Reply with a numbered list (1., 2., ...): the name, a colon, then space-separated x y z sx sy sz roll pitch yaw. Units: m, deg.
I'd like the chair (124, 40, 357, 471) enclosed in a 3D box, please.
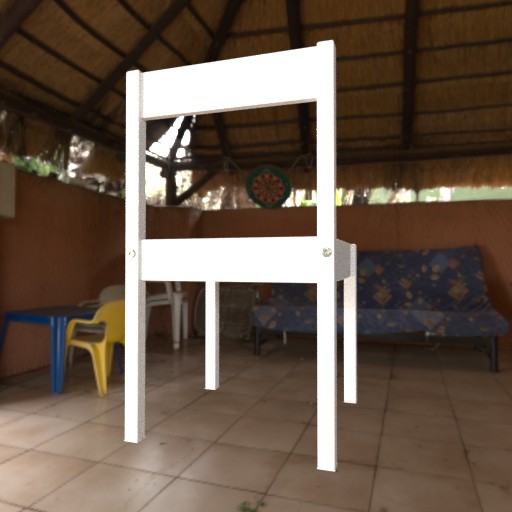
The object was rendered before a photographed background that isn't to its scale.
1. chair: 0.000 0.000 0.695 0.285 0.505 0.285 0 -1 18
